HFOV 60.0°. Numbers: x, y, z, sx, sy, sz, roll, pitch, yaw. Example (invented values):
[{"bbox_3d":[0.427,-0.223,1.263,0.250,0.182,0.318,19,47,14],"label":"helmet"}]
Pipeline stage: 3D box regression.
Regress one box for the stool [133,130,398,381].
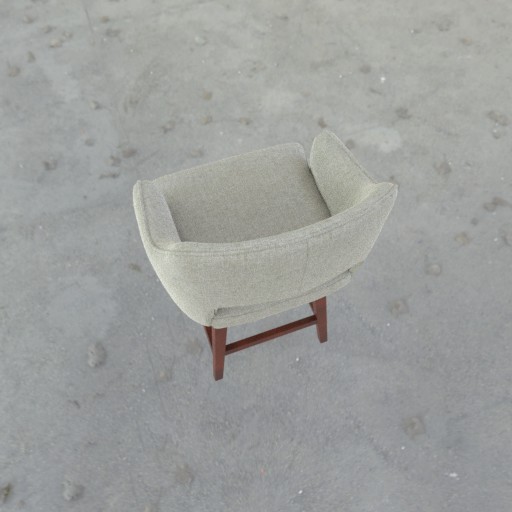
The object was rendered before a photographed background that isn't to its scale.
[{"bbox_3d":[0.000,0.000,1.348,0.599,0.944,0.558,-17,60,-10],"label":"stool"}]
